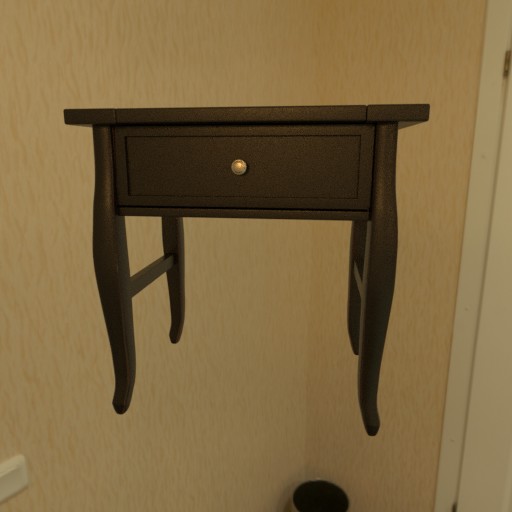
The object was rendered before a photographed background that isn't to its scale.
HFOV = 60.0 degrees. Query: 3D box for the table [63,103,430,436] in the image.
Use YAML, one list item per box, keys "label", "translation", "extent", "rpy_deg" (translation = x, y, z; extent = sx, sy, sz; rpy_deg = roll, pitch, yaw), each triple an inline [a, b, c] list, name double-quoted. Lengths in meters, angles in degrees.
- label: "table"
  translation: [0.000, 0.000, 1.006]
  extent: [0.602, 0.604, 0.460]
  rpy_deg: [2, 13, 8]
